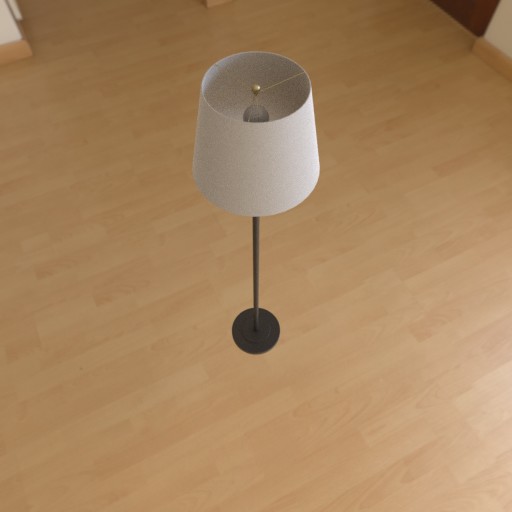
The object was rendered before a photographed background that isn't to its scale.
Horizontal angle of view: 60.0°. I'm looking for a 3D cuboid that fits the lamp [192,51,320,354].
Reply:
[{"bbox_3d":[0.000,0.000,1.622,0.348,1.473,0.348,33,64,19],"label":"lamp"}]
